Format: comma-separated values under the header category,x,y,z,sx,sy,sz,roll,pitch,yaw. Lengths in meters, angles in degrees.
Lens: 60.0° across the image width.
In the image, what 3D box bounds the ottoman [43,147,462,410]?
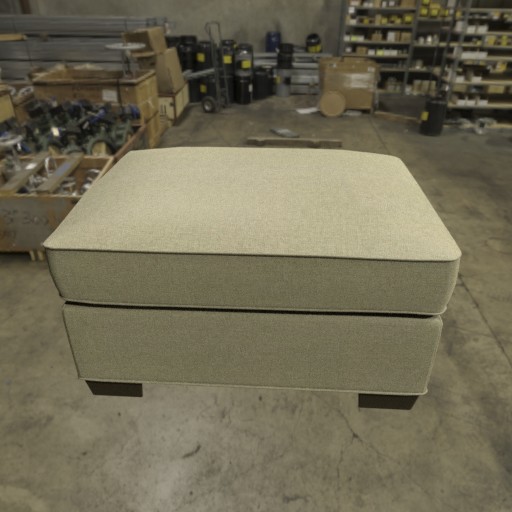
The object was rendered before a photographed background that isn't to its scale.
category,x,y,z,sx,sy,sz,roll,pitch,yaw
ottoman,0.000,0.000,1.219,0.843,0.504,0.619,2,31,3
